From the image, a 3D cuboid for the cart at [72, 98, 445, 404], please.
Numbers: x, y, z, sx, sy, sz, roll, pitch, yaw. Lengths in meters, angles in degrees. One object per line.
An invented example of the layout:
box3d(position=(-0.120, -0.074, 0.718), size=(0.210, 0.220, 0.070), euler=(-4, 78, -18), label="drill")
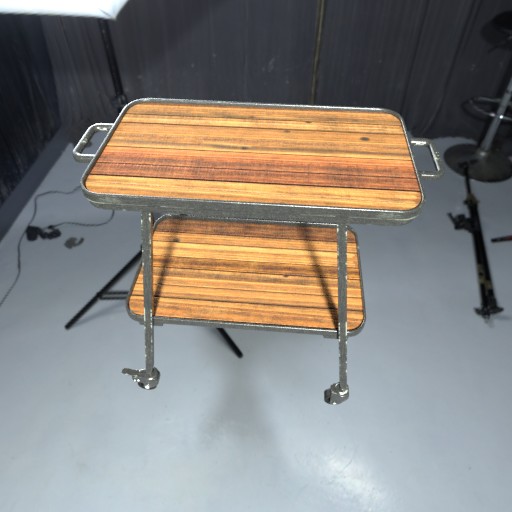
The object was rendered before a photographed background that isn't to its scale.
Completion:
box3d(position=(0.000, 0.000, 1.236), size=(0.806, 0.700, 0.515), euler=(4, 46, 3), label="cart")
